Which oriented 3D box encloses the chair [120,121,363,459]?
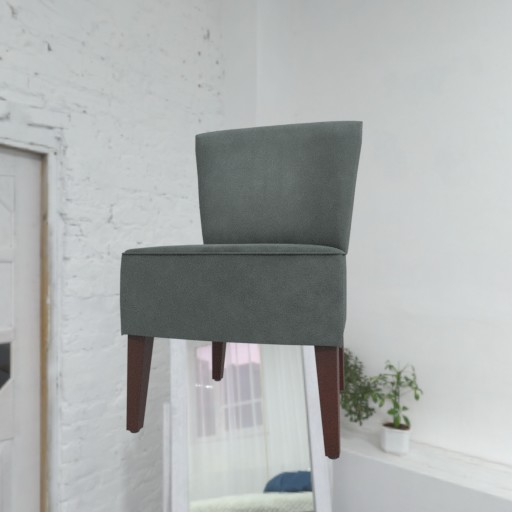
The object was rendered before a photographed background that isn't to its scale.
[{"bbox_3d":[0.000,0.000,1.158,0.521,0.806,0.554,0,0,16],"label":"chair"}]
